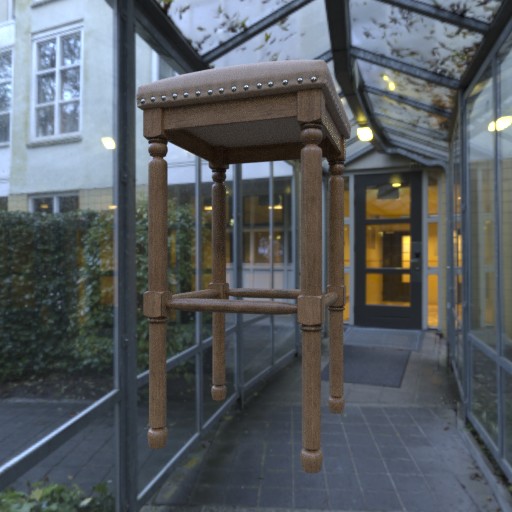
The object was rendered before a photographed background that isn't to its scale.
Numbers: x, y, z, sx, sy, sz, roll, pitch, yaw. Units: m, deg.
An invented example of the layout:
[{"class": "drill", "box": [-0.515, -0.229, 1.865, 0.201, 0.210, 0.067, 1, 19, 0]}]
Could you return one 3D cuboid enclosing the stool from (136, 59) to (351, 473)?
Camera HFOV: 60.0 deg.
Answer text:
[{"class": "stool", "box": [0.000, 0.000, 0.997, 0.383, 0.768, 0.382, 0, 0, 18]}]
